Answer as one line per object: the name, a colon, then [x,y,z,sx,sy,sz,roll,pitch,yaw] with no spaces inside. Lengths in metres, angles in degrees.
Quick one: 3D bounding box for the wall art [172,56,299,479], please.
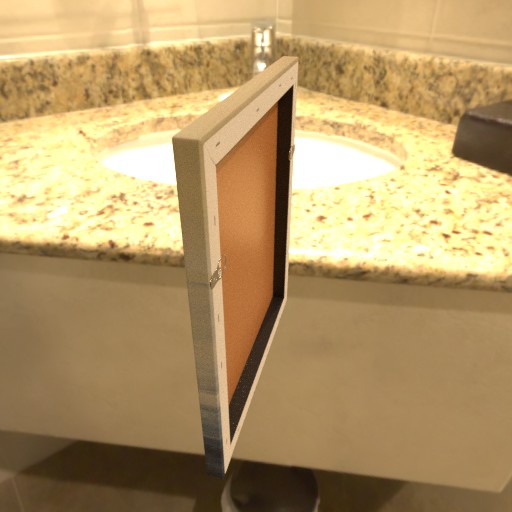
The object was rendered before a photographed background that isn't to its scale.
wall art: [0.000,0.000,0.961,0.041,0.710,0.608,9,34,13]
